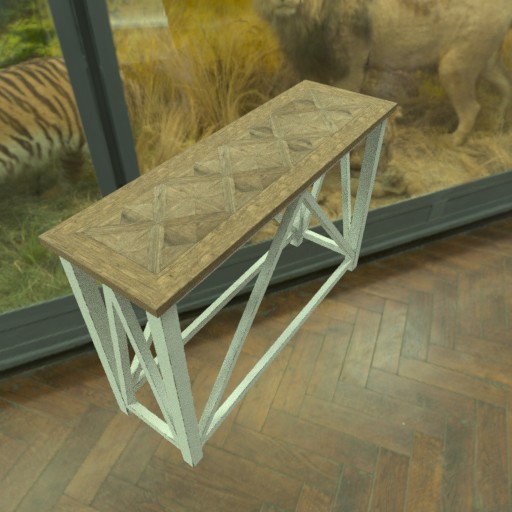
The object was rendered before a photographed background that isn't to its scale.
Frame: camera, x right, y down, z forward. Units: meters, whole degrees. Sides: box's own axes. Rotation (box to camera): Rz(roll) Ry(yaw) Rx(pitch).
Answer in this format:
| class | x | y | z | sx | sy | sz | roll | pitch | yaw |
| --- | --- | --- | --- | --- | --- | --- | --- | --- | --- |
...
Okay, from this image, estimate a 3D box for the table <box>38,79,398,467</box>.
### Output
| class | x | y | z | sx | sy | sz | roll | pitch | yaw |
| --- | --- | --- | --- | --- | --- | --- | --- | --- | --- |
| table | 0.000 | 0.000 | 1.836 | 0.450 | 0.930 | 1.400 | 26 | 48 | 26 |
